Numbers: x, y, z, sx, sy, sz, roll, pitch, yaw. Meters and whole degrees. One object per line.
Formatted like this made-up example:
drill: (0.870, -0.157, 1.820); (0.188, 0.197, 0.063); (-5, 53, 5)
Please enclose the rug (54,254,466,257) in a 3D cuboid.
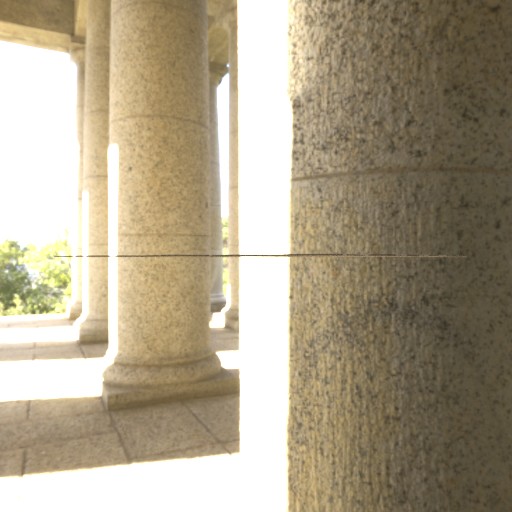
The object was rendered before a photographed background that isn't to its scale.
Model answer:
rug: (0.000, 0.000, 2.219); (1.748, 0.010, 1.142); (0, 0, 35)
